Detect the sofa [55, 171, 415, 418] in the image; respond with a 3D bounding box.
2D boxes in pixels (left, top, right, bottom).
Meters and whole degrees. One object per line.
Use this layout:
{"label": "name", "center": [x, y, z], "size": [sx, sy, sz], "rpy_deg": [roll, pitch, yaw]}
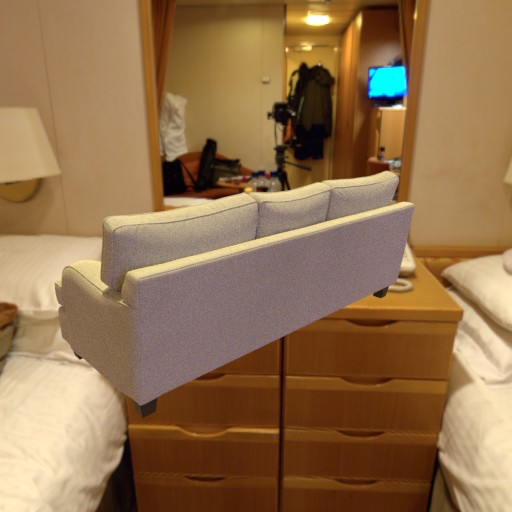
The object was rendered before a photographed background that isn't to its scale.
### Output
{"label": "sofa", "center": [0.000, 0.000, 2.953], "size": [2.323, 0.991, 1.016], "rpy_deg": [-16, 24, -41]}
